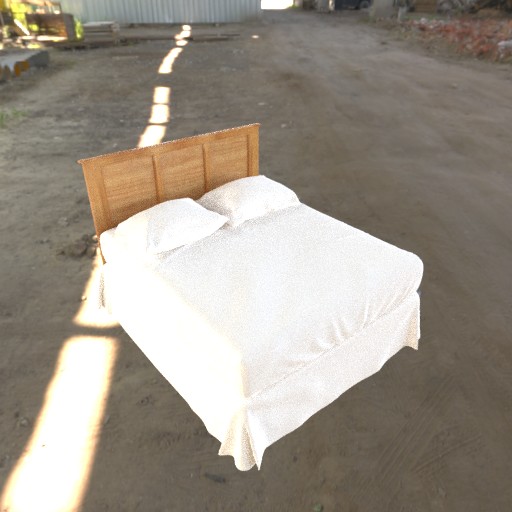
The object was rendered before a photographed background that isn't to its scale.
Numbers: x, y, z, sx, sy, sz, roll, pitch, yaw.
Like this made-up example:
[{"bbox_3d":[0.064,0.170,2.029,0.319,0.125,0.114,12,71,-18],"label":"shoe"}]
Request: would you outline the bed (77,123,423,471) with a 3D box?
[{"bbox_3d":[0.000,0.000,3.248,1.870,1.273,2.035,-23,38,-33],"label":"bed"}]
